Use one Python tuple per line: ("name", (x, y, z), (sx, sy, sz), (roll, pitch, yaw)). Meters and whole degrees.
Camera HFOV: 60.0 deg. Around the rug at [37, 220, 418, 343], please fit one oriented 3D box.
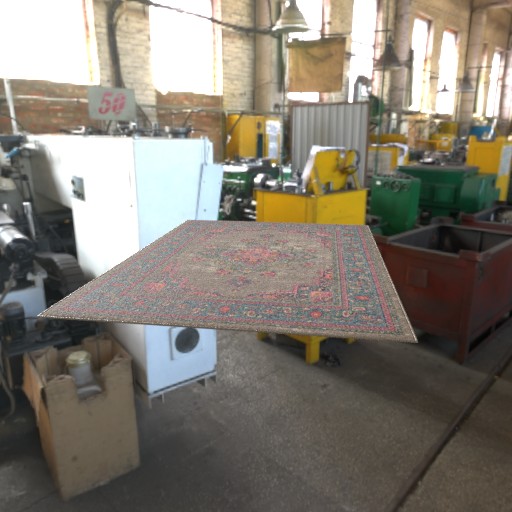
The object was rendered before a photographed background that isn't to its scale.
("rug", (0.000, 0.000, 2.877), (1.609, 0.013, 2.214), (2, 16, 8))
